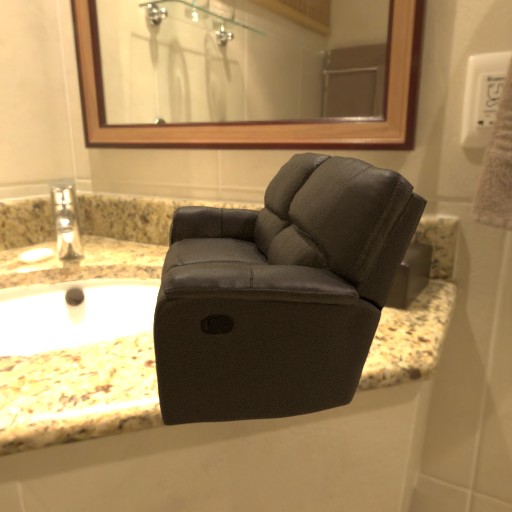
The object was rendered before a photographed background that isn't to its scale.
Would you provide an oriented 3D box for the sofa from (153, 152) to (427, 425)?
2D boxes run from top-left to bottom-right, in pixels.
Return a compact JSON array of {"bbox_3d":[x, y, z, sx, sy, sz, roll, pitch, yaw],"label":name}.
[{"bbox_3d":[0.000,0.000,2.496,1.104,1.111,1.765,-2,15,-8],"label":"sofa"}]
